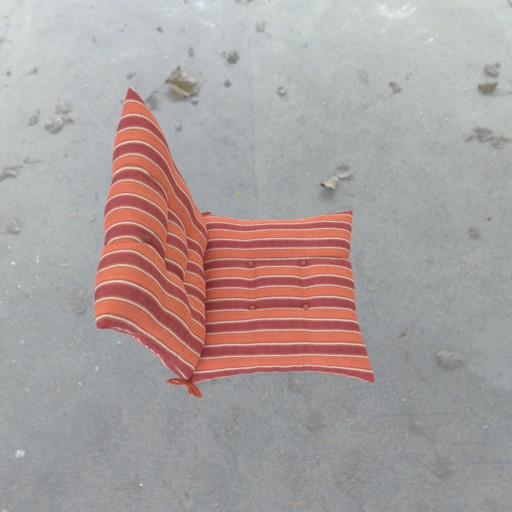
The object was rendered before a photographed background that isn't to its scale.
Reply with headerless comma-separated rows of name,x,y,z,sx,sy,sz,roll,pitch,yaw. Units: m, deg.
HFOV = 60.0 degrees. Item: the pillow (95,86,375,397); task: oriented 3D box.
pillow,0.000,0.000,1.015,0.585,0.536,0.541,-1,63,-1
